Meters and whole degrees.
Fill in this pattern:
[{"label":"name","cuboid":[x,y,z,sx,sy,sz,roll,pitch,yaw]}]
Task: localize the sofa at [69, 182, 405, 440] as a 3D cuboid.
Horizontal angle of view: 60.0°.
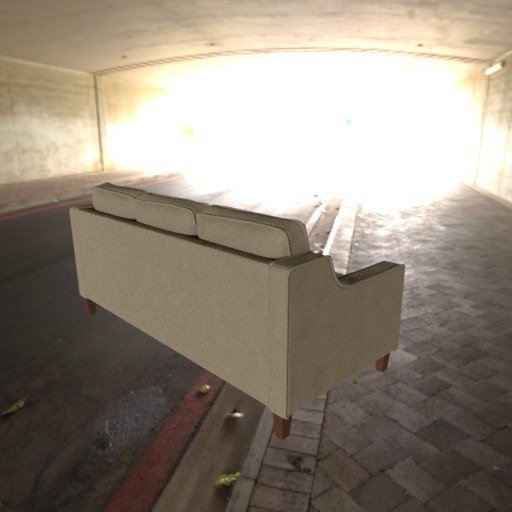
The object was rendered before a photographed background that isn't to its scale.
[{"label":"sofa","cuboid":[0.000,0.000,3.365,1.858,1.066,2.317,-14,21,-42]}]
